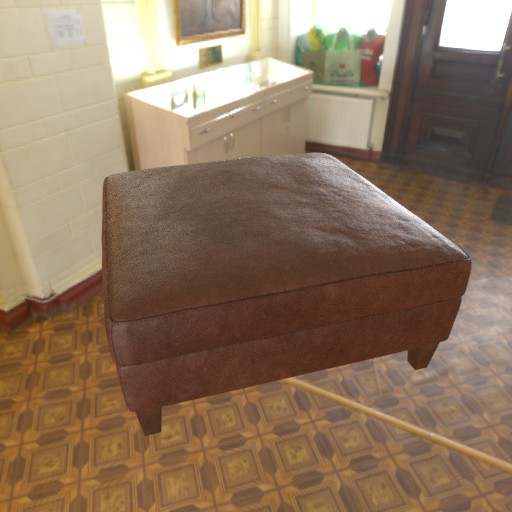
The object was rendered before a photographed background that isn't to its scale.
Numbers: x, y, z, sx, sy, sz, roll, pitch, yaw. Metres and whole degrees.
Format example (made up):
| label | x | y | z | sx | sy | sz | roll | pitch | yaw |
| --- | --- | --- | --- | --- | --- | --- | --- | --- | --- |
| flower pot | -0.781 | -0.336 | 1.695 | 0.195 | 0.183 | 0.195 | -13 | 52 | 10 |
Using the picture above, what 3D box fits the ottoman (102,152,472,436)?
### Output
| label | x | y | z | sx | sy | sz | roll | pitch | yaw |
| --- | --- | --- | --- | --- | --- | --- | --- | --- | --- |
| ottoman | 0.000 | 0.000 | 1.322 | 0.844 | 0.415 | 0.836 | -9 | 32 | -14 |
